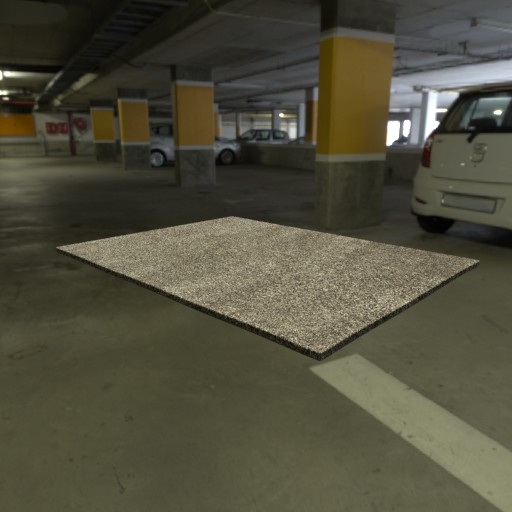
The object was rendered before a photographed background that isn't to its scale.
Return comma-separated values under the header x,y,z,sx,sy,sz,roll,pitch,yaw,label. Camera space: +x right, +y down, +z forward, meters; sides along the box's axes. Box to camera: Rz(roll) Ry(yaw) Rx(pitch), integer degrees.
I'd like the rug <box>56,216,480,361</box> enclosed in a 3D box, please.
x,y,z,sx,sy,sz,roll,pitch,yaw,label
0.000,0.000,2.078,1.601,0.025,1.198,14,21,42,rug
